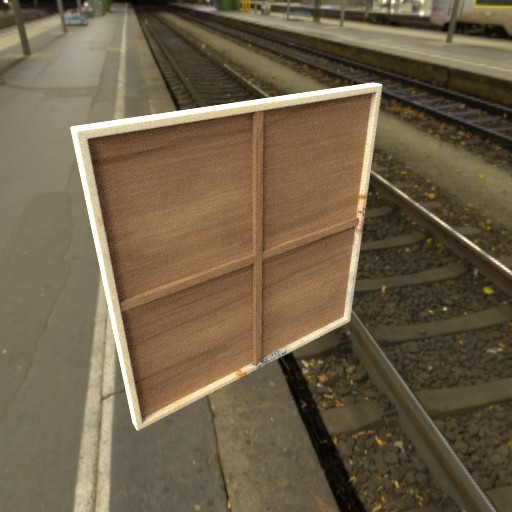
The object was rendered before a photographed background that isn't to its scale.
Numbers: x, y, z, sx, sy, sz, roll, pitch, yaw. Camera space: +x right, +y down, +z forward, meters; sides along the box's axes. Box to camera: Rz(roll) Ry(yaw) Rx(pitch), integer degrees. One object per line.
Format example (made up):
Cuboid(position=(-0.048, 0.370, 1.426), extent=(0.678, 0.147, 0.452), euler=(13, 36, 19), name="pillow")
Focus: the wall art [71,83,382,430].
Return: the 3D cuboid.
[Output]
Cuboid(position=(0.000, 0.000, 1.325), extent=(0.889, 0.889, 0.038), euler=(-20, 36, -30), name="wall art")
